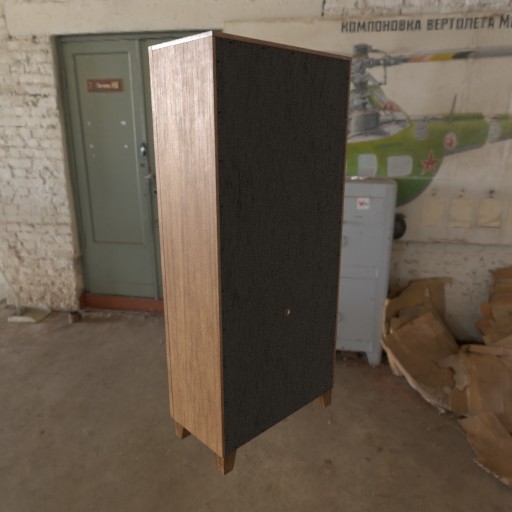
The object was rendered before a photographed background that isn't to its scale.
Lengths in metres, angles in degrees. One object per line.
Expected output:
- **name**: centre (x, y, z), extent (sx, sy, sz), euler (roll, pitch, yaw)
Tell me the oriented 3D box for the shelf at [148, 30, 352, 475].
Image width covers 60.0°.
- **shelf**: centre (0.000, 0.000, 2.286), extent (0.864, 1.930, 0.453), euler (-15, 21, -42)
